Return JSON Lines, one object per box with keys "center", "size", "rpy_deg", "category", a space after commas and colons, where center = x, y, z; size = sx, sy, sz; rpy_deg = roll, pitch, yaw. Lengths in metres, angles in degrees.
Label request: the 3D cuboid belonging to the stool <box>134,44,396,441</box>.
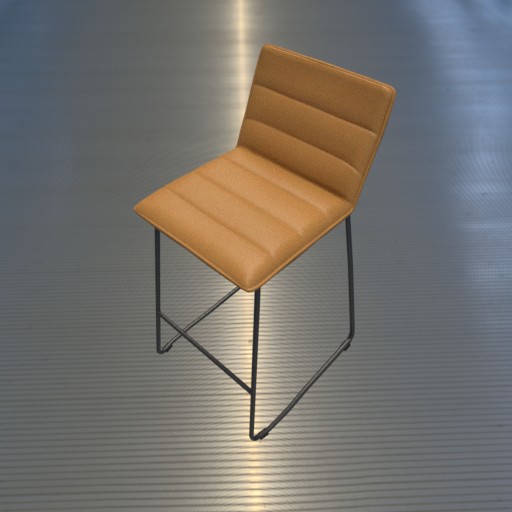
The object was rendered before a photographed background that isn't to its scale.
{"center": [0.000, 0.000, 1.244], "size": [0.489, 0.936, 0.524], "rpy_deg": [33, 54, 28], "category": "stool"}
